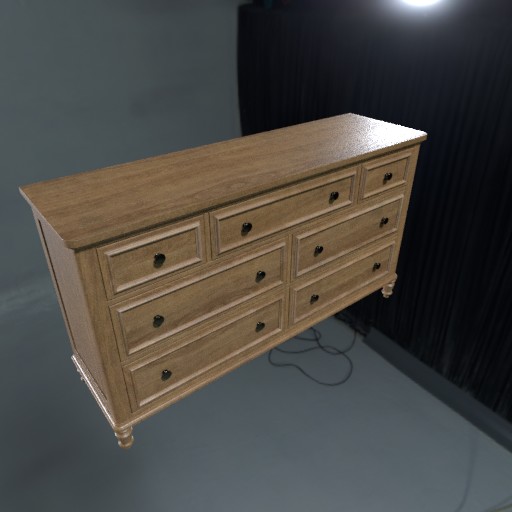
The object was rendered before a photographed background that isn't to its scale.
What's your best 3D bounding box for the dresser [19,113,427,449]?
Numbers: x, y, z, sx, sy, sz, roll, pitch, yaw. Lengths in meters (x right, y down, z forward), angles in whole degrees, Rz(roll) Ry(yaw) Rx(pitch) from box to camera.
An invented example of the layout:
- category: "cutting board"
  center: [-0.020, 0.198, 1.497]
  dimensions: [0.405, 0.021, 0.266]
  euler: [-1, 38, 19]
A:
- category: "dresser"
  center: [0.000, 0.000, 1.924]
  dimensions: [1.583, 0.892, 0.468]
  euler: [-22, 38, -32]
